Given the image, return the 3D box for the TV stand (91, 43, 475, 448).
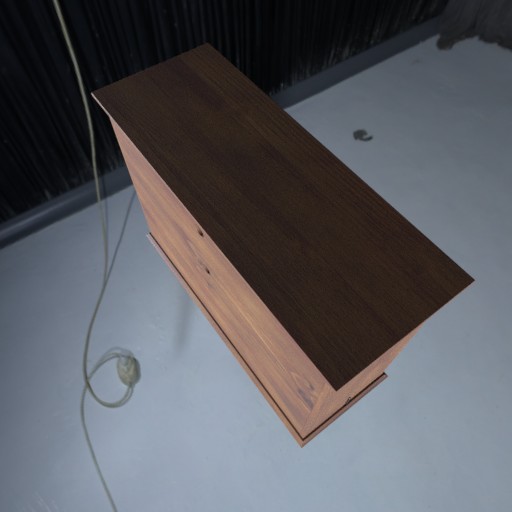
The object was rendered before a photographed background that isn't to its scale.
[{"bbox_3d":[0.000,0.000,1.476,0.406,0.813,1.067,-32,64,-18],"label":"TV stand"}]
